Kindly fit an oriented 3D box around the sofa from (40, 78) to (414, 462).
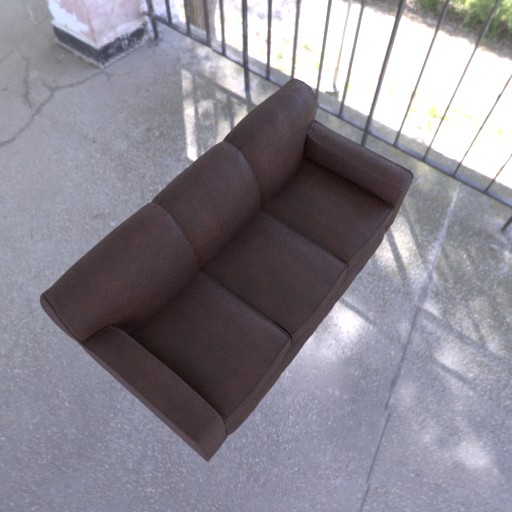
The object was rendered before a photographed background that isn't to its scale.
[{"bbox_3d":[0.000,0.000,2.620,1.008,0.953,2.039,34,64,19],"label":"sofa"}]
